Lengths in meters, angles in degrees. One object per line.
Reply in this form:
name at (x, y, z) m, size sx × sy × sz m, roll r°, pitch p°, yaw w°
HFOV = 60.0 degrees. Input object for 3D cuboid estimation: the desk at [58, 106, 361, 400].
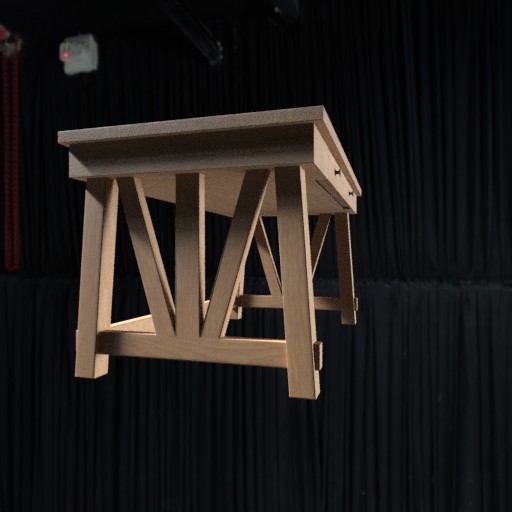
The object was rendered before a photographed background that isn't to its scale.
desk at (0.000, 0.000, 1.957) m, size 0.813 × 0.762 × 1.499 m, roll 0°, pitch 0°, yaw 17°
